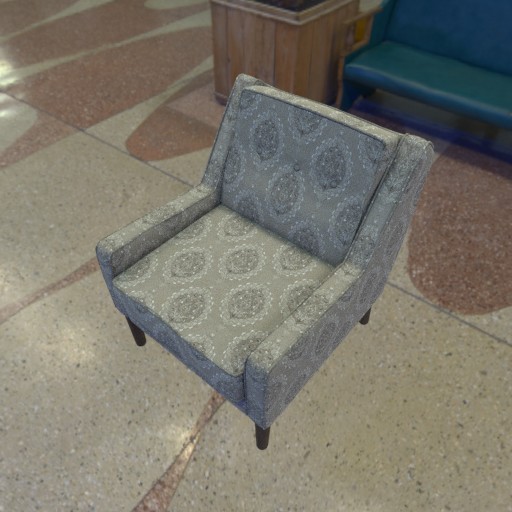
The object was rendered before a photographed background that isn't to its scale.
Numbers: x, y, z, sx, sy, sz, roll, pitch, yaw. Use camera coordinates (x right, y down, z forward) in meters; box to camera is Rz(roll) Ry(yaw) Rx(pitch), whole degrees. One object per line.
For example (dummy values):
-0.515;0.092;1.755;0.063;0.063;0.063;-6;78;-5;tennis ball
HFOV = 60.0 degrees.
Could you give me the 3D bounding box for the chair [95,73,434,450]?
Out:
0.000;0.000;1.374;0.665;0.797;0.750;31;53;27;chair
